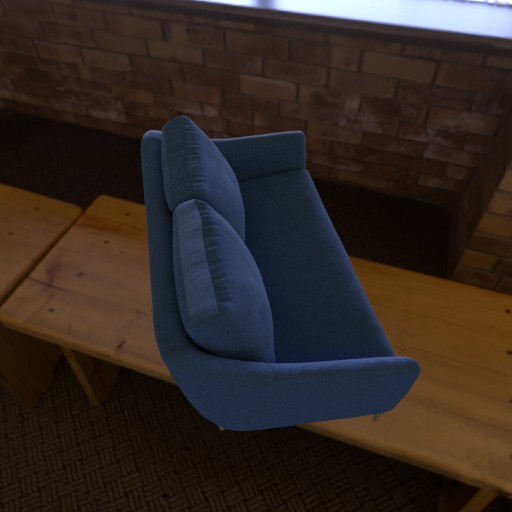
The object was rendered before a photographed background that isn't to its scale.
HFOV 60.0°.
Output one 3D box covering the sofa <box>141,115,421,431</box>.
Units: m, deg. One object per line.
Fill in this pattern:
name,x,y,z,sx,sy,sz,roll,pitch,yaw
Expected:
sofa,0.000,0.000,2.202,0.960,0.902,1.619,-9,49,-8
